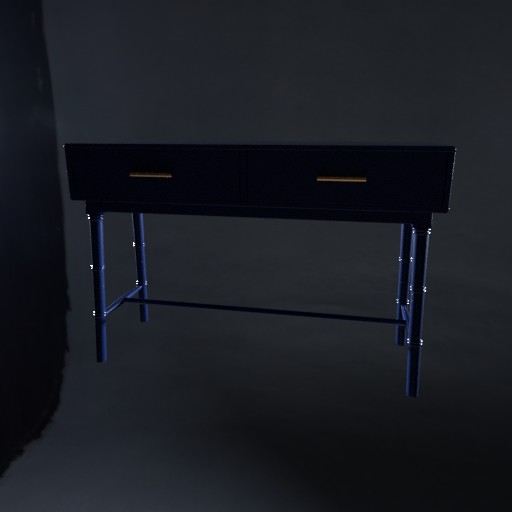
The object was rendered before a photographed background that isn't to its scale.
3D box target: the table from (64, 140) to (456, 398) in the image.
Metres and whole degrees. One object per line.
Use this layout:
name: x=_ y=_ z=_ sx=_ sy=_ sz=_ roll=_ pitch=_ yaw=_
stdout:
table: x=0.000 y=0.000 z=1.511 sx=1.118 sy=0.749 sz=0.399 roll=3 pitch=16 yaw=11
